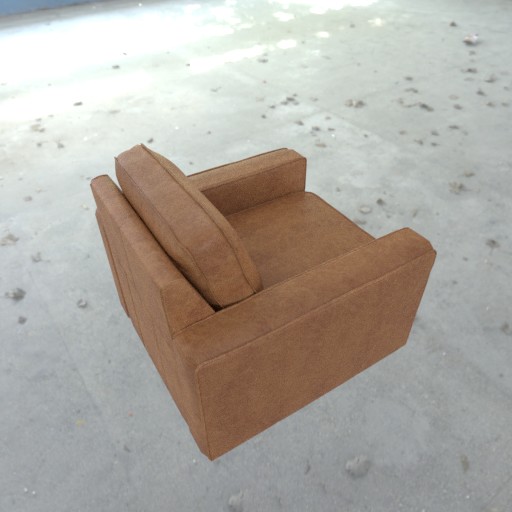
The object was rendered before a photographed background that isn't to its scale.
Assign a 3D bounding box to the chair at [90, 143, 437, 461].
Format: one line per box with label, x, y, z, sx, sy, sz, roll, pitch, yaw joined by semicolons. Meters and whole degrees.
chair;0.000;0.000;1.783;1.027;0.901;0.987;-25;46;-26
